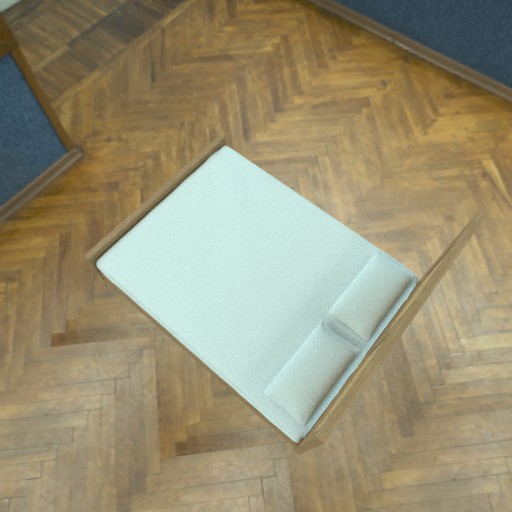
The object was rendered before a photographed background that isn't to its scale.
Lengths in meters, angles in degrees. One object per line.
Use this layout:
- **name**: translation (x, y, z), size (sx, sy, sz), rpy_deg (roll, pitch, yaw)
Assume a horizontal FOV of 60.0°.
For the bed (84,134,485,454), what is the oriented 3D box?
- **bed**: translation (0.000, 0.000, 3.277), size (2.184, 1.387, 1.606), rpy_deg (37, 69, 16)
